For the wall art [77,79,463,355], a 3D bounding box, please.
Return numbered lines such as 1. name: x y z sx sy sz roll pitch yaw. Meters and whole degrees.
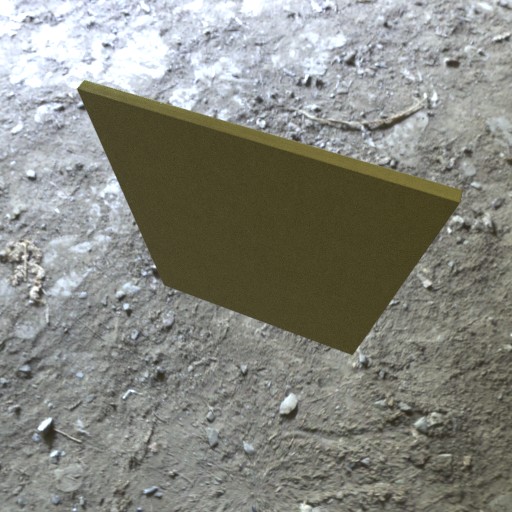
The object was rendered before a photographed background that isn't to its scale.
1. wall art: 0.000 0.000 1.312 0.798 1.002 0.030 19 64 10
